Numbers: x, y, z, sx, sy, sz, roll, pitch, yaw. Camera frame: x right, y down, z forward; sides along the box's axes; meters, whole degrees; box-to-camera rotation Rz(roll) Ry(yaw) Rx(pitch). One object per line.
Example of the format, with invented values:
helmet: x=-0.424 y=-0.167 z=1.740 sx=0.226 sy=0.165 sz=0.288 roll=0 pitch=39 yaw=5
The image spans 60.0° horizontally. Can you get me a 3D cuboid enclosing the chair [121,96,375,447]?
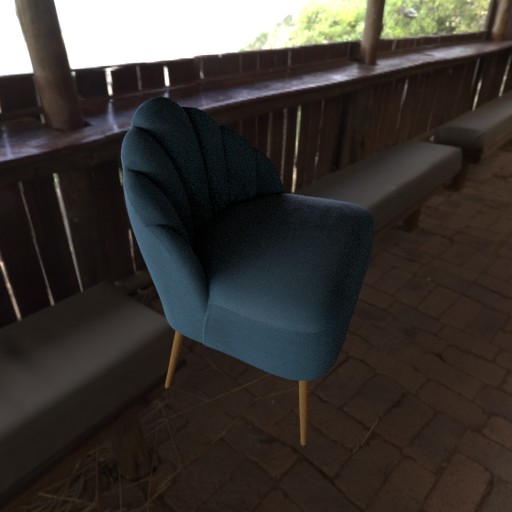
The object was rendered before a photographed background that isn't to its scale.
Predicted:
chair: x=0.000 y=0.000 z=1.259 sx=0.599 sy=0.819 sz=0.657 roll=11 pitch=33 yaw=18
